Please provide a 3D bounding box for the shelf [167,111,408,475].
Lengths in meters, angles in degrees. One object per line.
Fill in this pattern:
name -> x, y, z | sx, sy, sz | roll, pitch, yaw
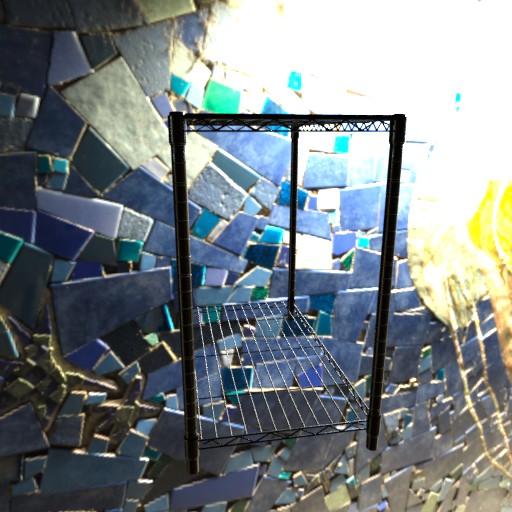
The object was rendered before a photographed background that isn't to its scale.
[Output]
shelf -> 0.000, 0.000, 0.950 | 0.338, 0.564, 0.589 | -3, 16, -10
